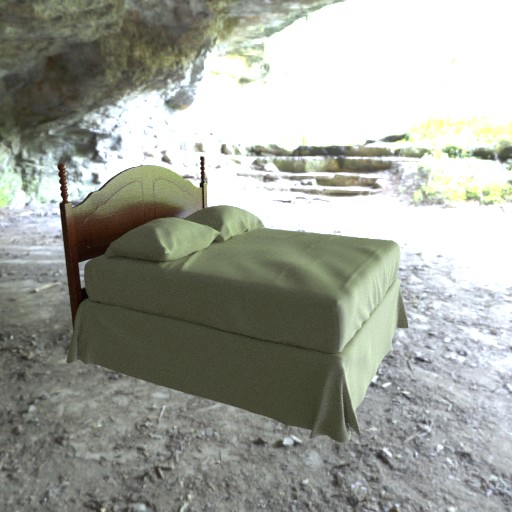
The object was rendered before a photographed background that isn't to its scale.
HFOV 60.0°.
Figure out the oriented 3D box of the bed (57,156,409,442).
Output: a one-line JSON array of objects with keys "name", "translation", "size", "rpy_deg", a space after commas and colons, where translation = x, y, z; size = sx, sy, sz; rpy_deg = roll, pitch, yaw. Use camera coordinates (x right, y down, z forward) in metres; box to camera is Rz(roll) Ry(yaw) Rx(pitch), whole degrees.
[{"name": "bed", "translation": [0.000, 0.000, 3.252], "size": [2.040, 1.356, 1.873], "rpy_deg": [7, 16, 26]}]
